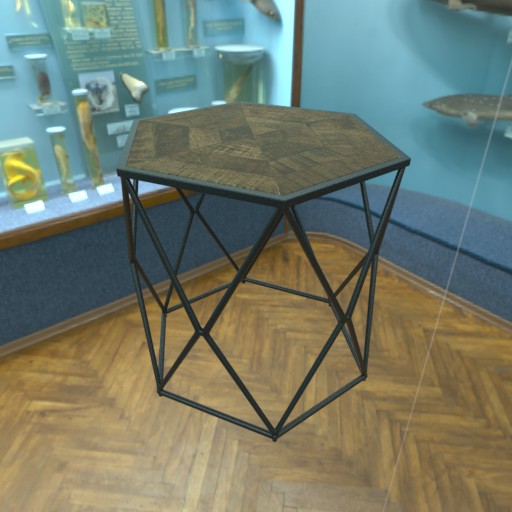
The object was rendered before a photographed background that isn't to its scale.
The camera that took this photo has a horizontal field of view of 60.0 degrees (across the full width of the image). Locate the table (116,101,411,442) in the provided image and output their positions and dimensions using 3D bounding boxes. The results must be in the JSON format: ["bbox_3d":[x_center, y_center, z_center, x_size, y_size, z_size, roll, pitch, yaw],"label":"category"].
[{"bbox_3d":[0.000,0.000,1.032,0.578,0.564,0.579,-22,38,-30],"label":"table"}]
